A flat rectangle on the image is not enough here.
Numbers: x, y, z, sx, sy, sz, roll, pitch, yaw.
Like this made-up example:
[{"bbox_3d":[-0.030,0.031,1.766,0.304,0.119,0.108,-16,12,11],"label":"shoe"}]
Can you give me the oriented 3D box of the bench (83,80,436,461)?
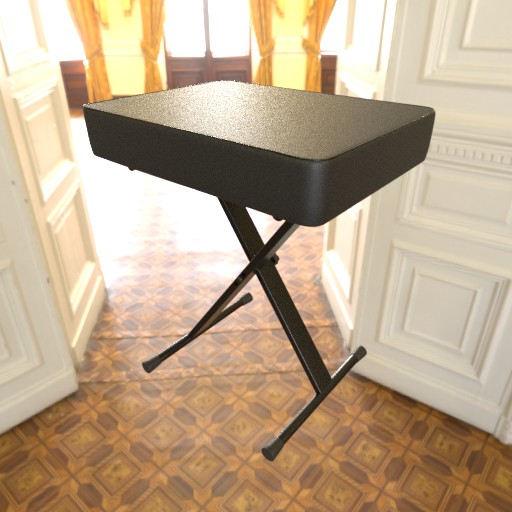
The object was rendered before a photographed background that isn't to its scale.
[{"bbox_3d":[0.000,0.000,0.768,0.424,0.500,0.321,22,37,33],"label":"bench"}]
